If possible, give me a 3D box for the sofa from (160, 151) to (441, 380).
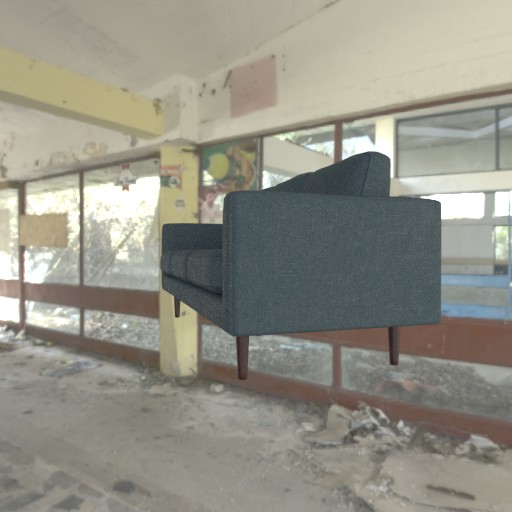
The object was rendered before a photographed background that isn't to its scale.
[{"bbox_3d":[0.000,0.000,2.621,0.935,0.945,2.013,0,1,-19],"label":"sofa"}]
